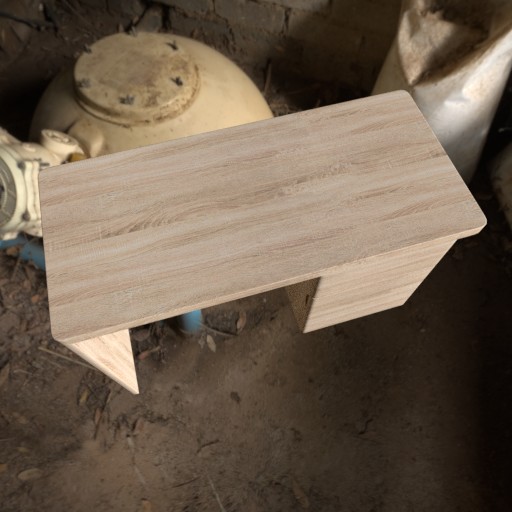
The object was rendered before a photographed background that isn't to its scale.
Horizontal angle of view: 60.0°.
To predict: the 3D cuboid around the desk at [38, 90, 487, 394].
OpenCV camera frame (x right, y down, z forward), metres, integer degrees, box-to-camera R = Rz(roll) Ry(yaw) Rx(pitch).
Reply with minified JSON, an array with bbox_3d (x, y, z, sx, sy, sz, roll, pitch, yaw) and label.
[{"bbox_3d":[0.000,0.000,1.616,1.200,0.760,0.550,-15,64,-7],"label":"desk"}]
